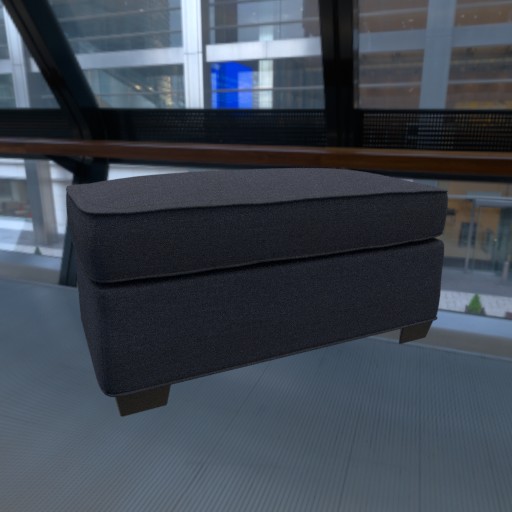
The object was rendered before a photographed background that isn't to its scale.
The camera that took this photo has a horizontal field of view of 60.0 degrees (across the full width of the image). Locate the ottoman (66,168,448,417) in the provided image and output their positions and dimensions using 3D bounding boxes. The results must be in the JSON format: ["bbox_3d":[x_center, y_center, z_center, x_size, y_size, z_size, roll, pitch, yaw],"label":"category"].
[{"bbox_3d":[0.000,0.000,1.188,0.895,0.453,0.505,-7,17,-25],"label":"ottoman"}]
